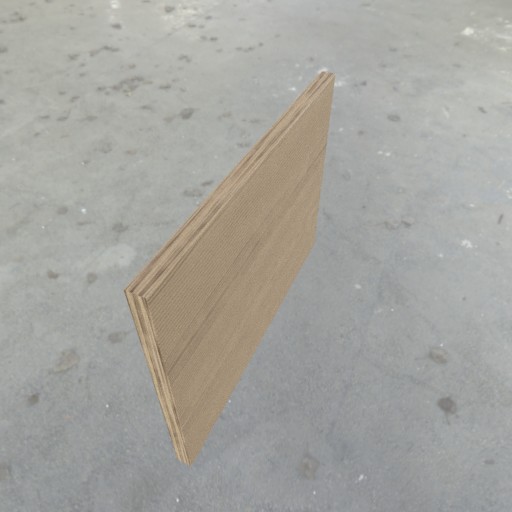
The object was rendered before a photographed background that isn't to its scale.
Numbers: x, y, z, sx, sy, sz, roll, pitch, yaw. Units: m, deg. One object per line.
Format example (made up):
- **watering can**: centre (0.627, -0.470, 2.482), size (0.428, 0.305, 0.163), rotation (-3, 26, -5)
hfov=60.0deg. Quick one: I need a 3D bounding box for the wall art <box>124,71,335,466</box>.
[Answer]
- **wall art**: centre (0.000, 0.000, 1.106), size (0.063, 0.609, 0.841), rotation (18, 47, 18)
